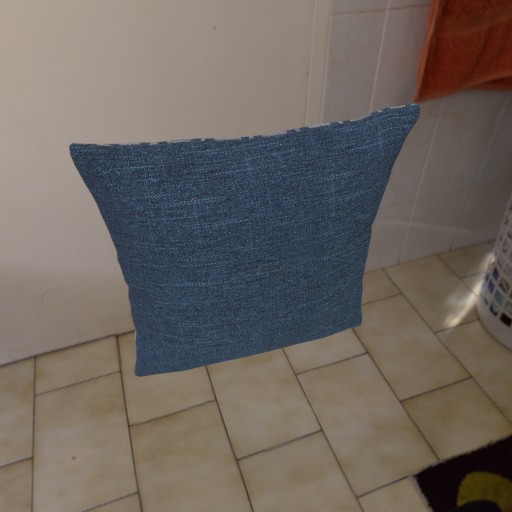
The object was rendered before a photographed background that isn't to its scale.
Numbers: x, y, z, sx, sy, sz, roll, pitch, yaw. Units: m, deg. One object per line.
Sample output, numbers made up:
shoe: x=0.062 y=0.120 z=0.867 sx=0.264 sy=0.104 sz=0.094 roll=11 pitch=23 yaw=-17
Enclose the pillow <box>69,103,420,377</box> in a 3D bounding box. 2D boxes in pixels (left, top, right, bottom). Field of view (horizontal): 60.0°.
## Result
pillow: x=0.000 y=0.000 z=0.670 sx=0.435 sy=0.435 sz=0.159 roll=-12 pitch=43 yaw=-13
